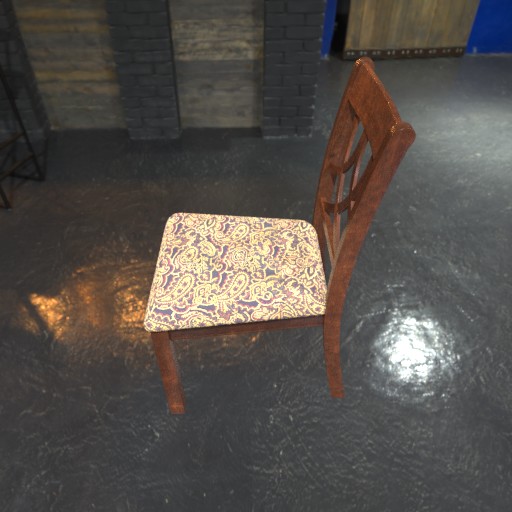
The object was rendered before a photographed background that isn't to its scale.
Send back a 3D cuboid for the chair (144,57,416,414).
[{"bbox_3d":[0.000,0.000,1.267,0.584,0.965,0.457,0,42,0],"label":"chair"}]
